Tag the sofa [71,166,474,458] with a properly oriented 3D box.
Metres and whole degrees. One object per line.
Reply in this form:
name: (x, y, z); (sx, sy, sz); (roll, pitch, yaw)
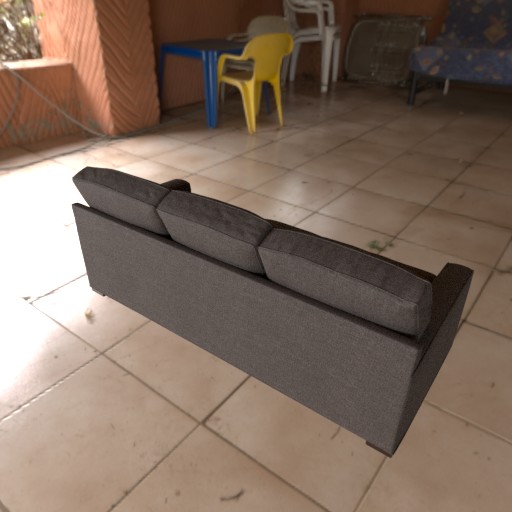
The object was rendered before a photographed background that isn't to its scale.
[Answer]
sofa: (0.000, 0.000, 2.816); (2.369, 0.978, 1.004); (21, 37, 31)
